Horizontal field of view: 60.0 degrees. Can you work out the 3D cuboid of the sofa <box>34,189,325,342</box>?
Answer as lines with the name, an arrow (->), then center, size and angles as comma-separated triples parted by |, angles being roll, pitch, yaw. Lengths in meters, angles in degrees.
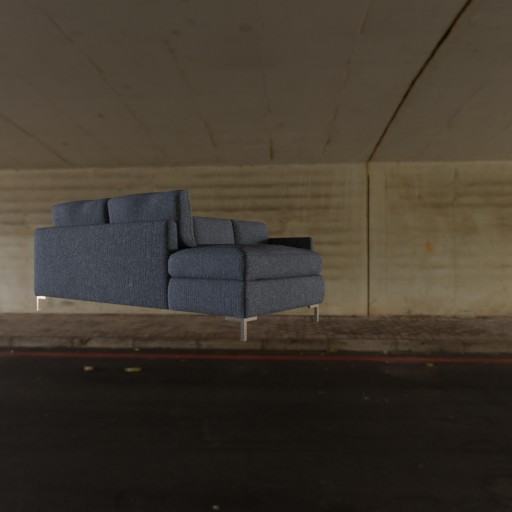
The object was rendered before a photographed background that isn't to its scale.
sofa -> 0.000, 0.000, 3.878 | 2.007, 0.815, 2.949 | 0, 0, 36
